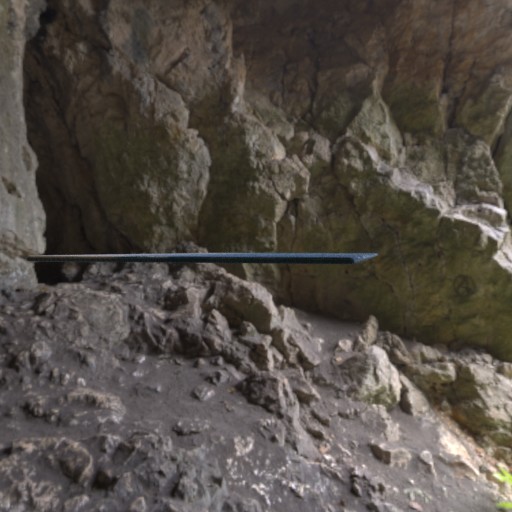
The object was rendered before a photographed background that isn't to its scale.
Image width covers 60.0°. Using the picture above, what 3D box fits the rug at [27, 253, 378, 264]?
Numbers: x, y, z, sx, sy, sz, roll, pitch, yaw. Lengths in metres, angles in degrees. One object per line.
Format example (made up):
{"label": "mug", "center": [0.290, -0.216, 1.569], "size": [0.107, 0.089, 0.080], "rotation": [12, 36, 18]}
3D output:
{"label": "rug", "center": [0.000, 0.000, 3.013], "size": [1.540, 0.027, 2.450], "rotation": [0, 1, 17]}
